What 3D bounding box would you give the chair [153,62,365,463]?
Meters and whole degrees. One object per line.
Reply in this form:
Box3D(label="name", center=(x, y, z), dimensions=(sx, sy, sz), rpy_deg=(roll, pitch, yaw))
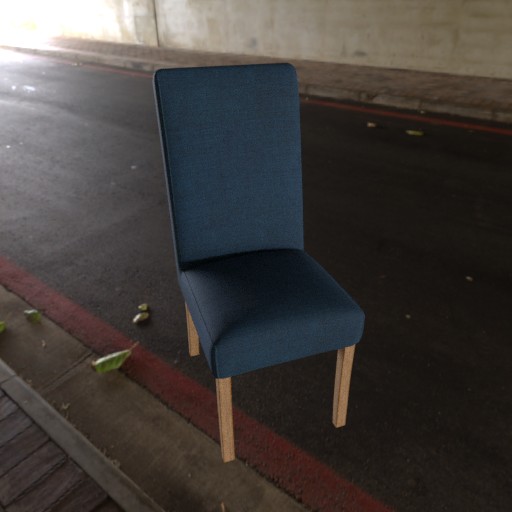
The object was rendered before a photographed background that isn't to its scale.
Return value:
Box3D(label="chair", center=(0.000, 0.000, 1.375), dimensions=(0.450, 1.029, 0.610), rpy_deg=(-10, 32, -17))
